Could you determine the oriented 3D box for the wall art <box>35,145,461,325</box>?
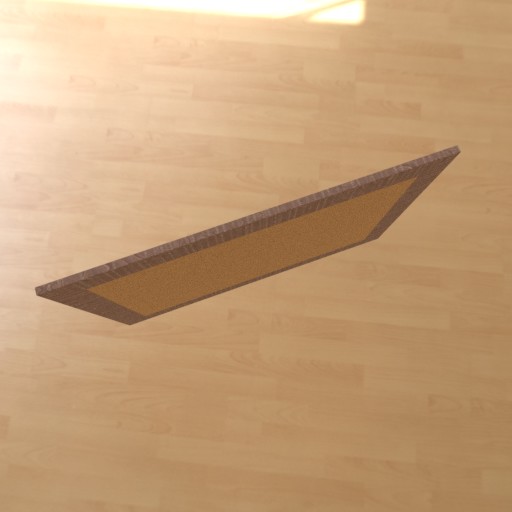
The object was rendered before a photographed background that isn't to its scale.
[{"bbox_3d":[0.000,0.000,1.410,1.056,0.761,0.020,-19,77,-5],"label":"wall art"}]
